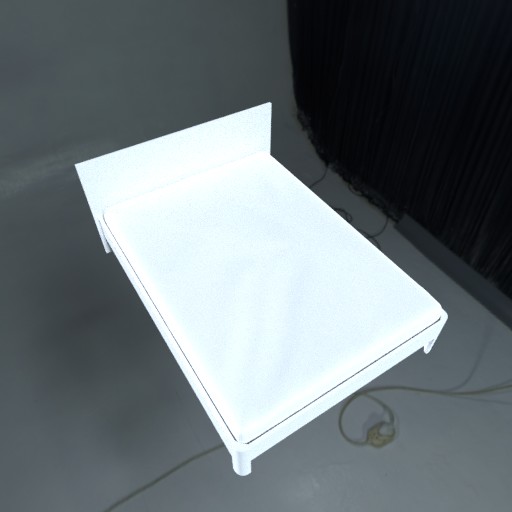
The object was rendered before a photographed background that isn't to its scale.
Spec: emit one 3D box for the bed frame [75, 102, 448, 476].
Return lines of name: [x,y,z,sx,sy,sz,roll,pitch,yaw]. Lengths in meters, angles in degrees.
bed frame: [0.000,0.000,2.823,1.490,0.800,1.950,-25,52,-22]
